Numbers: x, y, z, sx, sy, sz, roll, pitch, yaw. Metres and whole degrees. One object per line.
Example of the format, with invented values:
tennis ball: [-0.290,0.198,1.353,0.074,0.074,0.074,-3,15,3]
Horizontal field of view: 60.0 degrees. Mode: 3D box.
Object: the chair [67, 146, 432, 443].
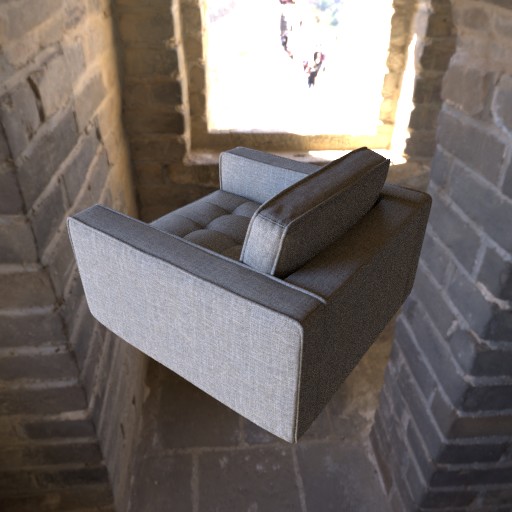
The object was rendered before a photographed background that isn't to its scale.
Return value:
chair: [0.000,0.000,1.587,0.914,0.765,0.889,22,38,31]
